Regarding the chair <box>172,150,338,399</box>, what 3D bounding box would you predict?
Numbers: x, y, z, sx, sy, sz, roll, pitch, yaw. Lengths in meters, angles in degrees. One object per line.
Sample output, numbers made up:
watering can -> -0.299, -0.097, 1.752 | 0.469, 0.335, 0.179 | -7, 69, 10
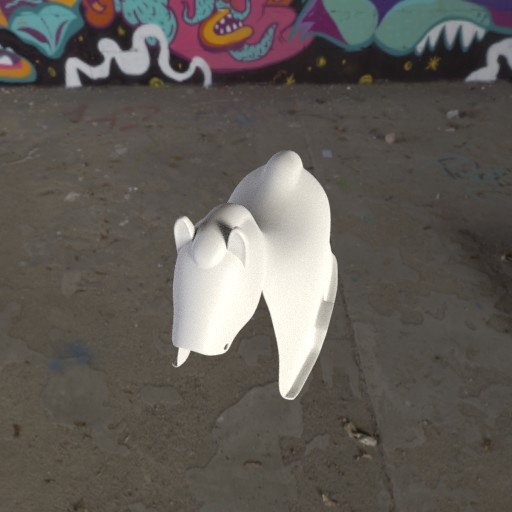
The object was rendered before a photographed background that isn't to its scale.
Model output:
chair -> 0.000, 0.000, 1.168 | 0.429, 0.612, 0.800 | 12, 43, 13
